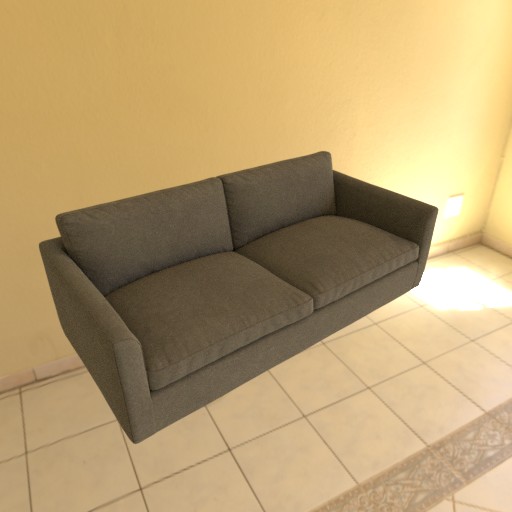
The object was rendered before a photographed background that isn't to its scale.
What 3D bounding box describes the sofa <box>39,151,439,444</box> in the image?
[{"bbox_3d":[0.000,0.000,2.791,2.257,0.838,1.092,-21,35,-32],"label":"sofa"}]
